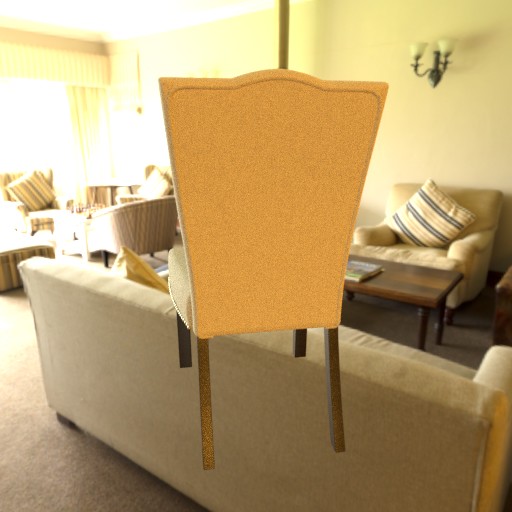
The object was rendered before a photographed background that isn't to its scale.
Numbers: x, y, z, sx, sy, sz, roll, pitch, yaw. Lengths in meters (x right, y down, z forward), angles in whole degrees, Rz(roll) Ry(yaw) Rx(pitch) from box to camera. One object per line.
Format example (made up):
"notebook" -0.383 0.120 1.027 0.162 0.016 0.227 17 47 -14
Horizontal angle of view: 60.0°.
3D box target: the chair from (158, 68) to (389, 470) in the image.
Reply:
"chair" 0.000 0.000 1.289 0.518 0.946 0.589 -3 16 -10
